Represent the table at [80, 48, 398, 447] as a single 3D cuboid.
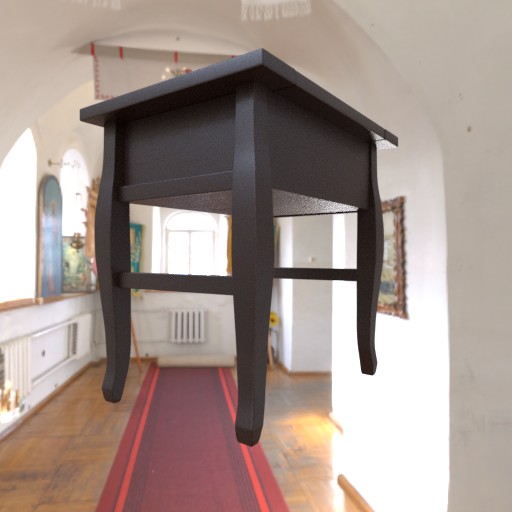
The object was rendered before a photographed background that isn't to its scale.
[{"bbox_3d":[0.000,0.000,1.019,0.460,0.605,0.602,0,0,36],"label":"table"}]
